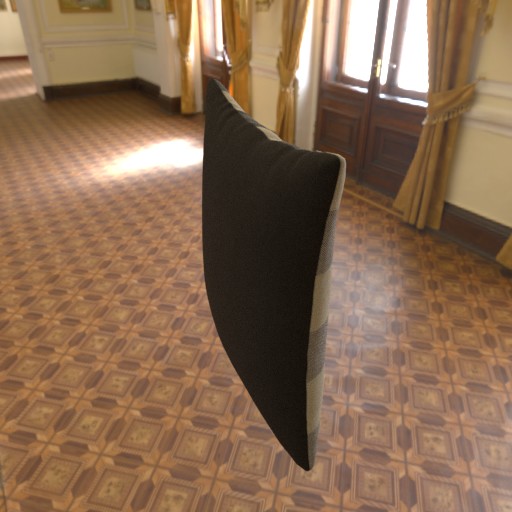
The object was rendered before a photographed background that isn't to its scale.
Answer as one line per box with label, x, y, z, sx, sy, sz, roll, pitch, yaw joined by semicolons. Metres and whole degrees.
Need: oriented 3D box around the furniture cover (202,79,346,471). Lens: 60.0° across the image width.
furniture cover;0.000;0.000;0.773;0.161;0.509;0.511;-10;32;-16
